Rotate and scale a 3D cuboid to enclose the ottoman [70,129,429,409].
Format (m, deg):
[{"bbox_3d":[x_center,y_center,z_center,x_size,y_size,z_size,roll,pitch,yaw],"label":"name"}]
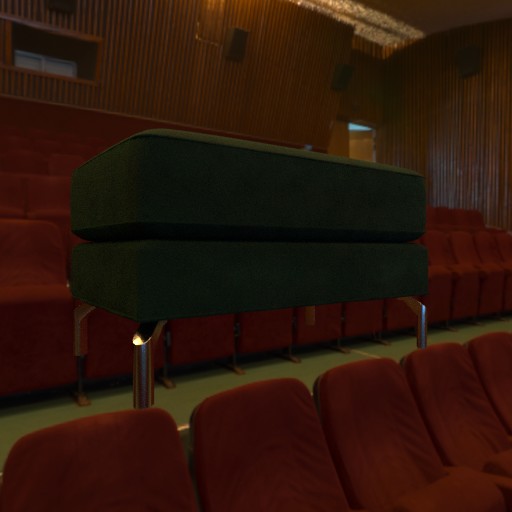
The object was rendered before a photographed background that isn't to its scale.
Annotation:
[{"bbox_3d":[0.000,0.000,1.241,0.886,0.533,0.536,-1,1,-35],"label":"ottoman"}]
